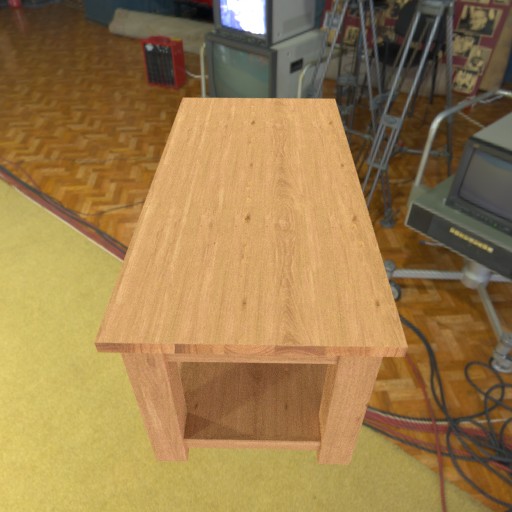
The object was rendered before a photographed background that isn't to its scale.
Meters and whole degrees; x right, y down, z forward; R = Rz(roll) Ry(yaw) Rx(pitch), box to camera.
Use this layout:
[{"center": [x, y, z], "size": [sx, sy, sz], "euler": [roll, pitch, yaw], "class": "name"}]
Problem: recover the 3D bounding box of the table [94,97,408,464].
[{"center": [0.000, 0.000, 1.120], "size": [0.450, 0.452, 0.899], "euler": [1, 41, 1], "class": "table"}]
